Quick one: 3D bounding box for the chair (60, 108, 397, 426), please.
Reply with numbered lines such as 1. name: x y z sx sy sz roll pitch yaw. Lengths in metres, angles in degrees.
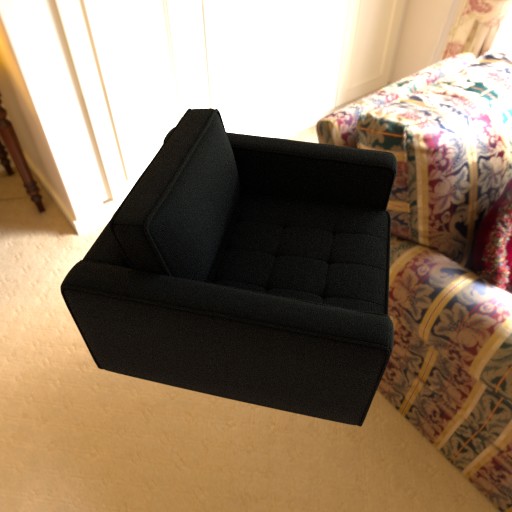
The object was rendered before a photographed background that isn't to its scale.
1. chair: 0.000 0.000 1.576 0.920 0.770 0.899 9 47 9
